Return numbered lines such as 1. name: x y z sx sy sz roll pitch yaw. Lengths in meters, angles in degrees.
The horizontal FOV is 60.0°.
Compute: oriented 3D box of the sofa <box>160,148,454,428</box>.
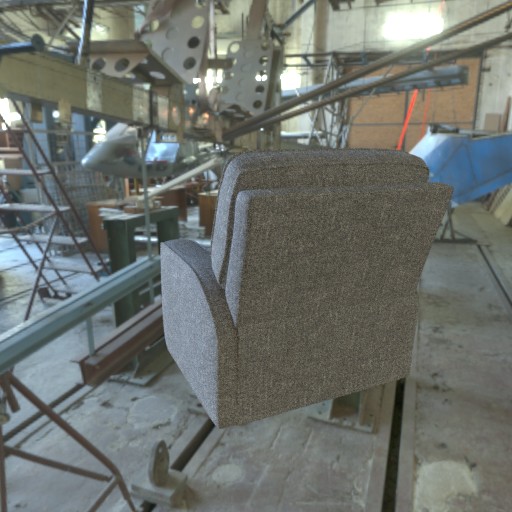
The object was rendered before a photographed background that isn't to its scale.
1. sofa: 0.000 0.000 2.024 0.861 0.959 1.472 -6 15 -25
